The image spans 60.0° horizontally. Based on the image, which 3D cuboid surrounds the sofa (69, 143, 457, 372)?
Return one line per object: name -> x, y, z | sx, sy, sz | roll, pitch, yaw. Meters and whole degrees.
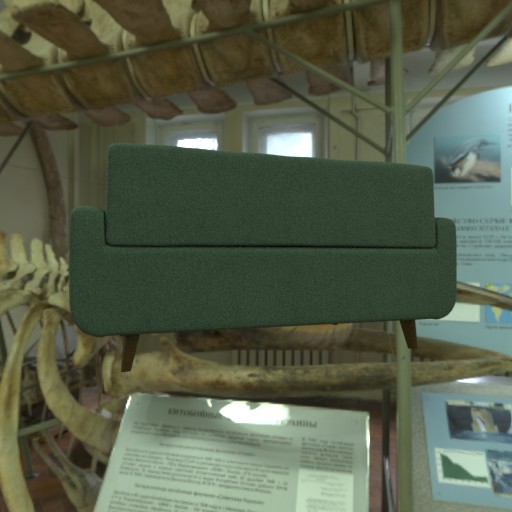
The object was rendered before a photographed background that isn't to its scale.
sofa -> 0.000, 0.000, 2.182 | 1.631, 0.841, 0.909 | 0, 0, -18
